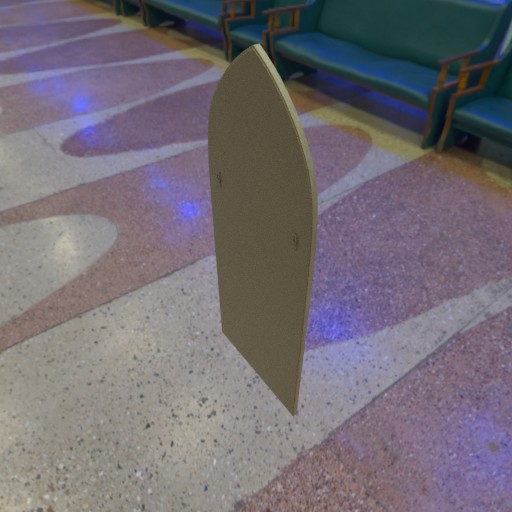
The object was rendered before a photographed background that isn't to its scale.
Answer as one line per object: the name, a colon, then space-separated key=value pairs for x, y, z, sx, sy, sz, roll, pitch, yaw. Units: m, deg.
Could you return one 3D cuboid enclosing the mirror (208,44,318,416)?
mirror: x=0.000 y=0.000 z=1.307 sx=0.025 sy=1.175 sz=0.464 roll=-26 pitch=48 yaw=-26
